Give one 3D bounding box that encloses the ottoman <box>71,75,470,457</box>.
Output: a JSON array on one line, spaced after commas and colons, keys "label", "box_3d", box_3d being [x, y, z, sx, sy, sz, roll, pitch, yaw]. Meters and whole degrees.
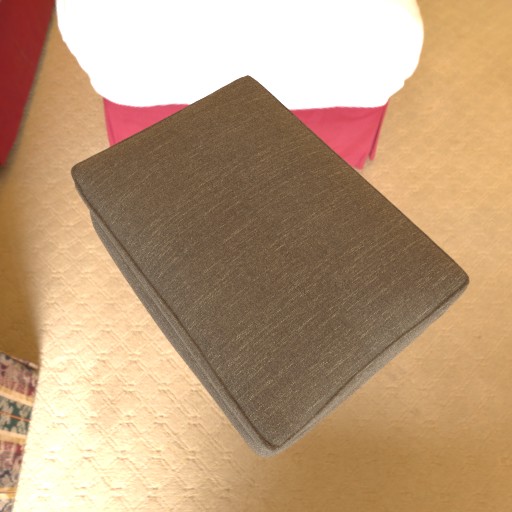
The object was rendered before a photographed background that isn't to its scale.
[{"label": "ottoman", "box_3d": [0.000, 0.000, 0.969, 0.508, 0.406, 0.686, -34, 68, -16]}]
